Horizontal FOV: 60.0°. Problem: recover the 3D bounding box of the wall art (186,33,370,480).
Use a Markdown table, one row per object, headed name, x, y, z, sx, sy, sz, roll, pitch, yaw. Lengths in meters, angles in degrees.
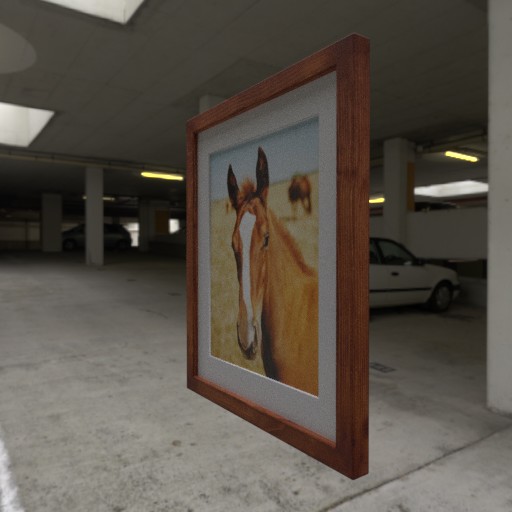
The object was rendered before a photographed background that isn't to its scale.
| name | x | y | z | sx | sy | sz | roll | pitch | yaw |
| --- | --- | --- | --- | --- | --- | --- | --- | --- | --- |
| wall art | 0.000 | 0.000 | 0.748 | 0.030 | 0.558 | 0.462 | 0 | 1 | -35 |
